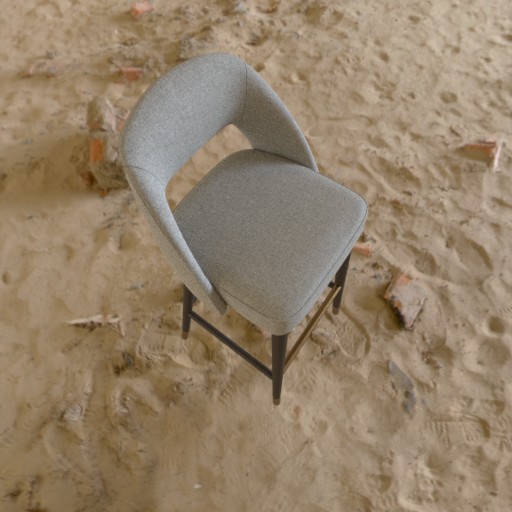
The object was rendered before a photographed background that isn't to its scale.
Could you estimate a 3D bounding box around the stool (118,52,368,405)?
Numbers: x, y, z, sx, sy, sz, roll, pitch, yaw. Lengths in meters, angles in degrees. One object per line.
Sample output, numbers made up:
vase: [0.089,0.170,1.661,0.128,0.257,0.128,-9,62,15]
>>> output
stool: [0.000,0.000,1.319,0.509,1.037,0.494,31,65,17]
